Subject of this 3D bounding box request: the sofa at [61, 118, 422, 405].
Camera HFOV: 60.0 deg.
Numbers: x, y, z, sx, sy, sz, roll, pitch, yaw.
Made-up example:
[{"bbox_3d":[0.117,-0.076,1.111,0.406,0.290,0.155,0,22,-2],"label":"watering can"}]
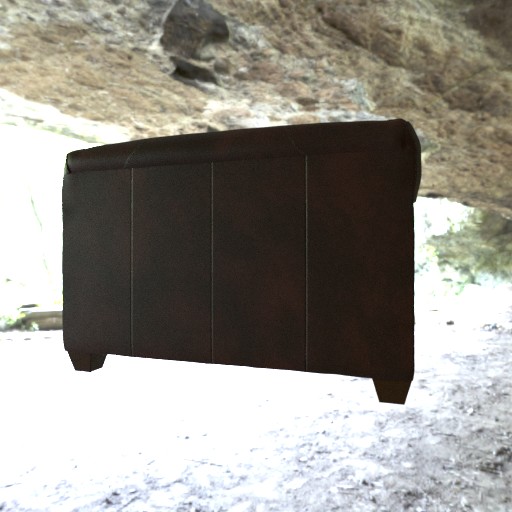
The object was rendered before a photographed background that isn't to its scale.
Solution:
[{"bbox_3d":[0.000,0.000,2.057,1.413,0.956,1.000,0,0,19],"label":"sofa"}]
